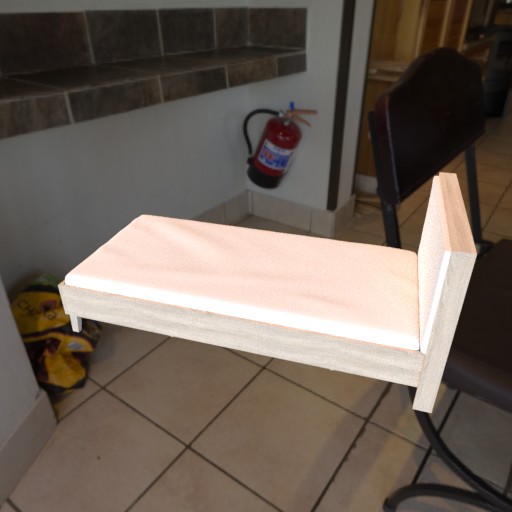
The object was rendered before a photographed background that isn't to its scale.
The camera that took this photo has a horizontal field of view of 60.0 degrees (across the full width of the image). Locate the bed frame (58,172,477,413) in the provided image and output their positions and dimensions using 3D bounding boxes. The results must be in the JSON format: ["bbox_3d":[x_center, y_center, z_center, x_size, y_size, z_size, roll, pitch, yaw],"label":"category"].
[{"bbox_3d":[0.000,0.000,2.675,2.140,0.920,0.990,9,31,15],"label":"bed frame"}]
